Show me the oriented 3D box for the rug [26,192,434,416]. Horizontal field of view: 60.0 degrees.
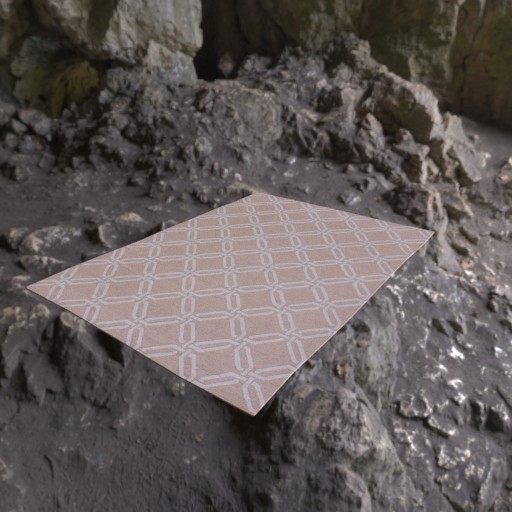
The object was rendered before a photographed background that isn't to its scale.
[{"bbox_3d":[0.000,0.000,4.329,2.452,0.020,3.365,18,31,32],"label":"rug"}]
